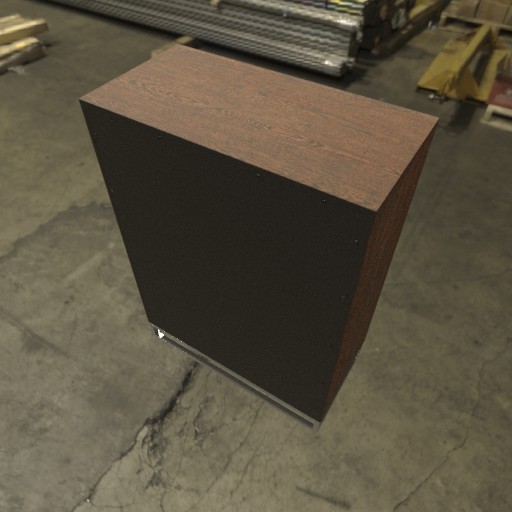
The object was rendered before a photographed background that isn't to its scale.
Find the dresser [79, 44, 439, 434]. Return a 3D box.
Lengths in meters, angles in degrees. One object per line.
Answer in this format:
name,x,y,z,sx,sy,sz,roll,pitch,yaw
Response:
dresser,0.000,0.000,1.807,0.965,1.321,0.508,25,52,21
